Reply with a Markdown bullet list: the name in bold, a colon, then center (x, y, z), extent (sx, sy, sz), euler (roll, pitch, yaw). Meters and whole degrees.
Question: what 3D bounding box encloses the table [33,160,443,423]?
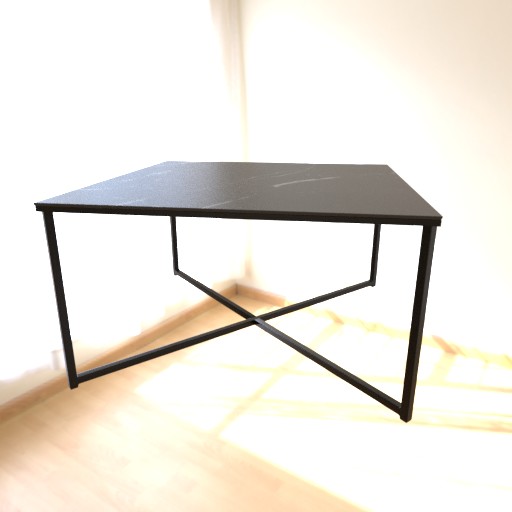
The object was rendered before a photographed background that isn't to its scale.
- **table**: center (0.000, 0.000, 1.295), extent (0.800, 0.450, 0.800), euler (3, 18, 8)
